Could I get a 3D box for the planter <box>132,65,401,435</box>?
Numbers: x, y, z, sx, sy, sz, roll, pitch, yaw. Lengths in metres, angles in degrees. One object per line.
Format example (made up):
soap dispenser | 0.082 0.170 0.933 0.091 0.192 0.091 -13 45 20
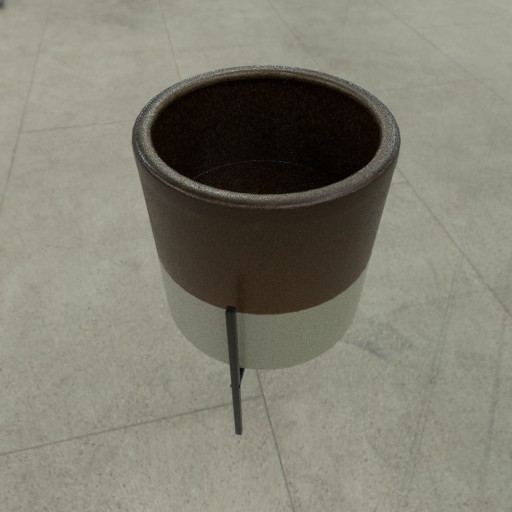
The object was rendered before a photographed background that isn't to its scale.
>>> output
planter | 0.000 0.000 0.549 0.269 0.375 0.255 33 55 27
